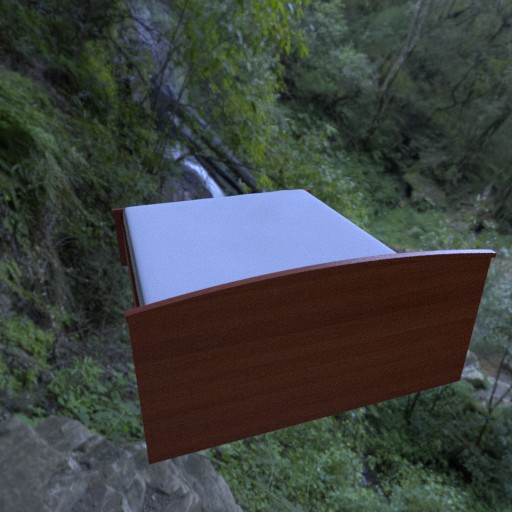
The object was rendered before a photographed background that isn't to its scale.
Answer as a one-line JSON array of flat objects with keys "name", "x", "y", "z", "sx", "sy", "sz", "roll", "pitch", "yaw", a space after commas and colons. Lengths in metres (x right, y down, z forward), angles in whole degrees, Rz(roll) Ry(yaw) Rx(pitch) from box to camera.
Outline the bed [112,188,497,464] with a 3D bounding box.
[{"name": "bed", "x": 0.000, "y": 0.000, "z": 2.860, "sx": 1.683, "sy": 0.848, "sz": 2.053, "roll": -8, "pitch": 27, "yaw": -17}]
